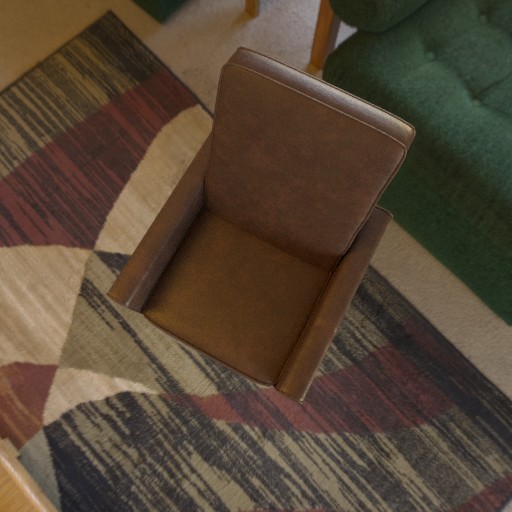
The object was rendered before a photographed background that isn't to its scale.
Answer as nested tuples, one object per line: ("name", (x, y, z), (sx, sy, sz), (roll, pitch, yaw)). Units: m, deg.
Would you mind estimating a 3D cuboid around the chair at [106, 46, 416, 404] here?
("chair", (0.000, 0.000, 1.503), (0.705, 1.013, 0.746), (28, 78, 6))
